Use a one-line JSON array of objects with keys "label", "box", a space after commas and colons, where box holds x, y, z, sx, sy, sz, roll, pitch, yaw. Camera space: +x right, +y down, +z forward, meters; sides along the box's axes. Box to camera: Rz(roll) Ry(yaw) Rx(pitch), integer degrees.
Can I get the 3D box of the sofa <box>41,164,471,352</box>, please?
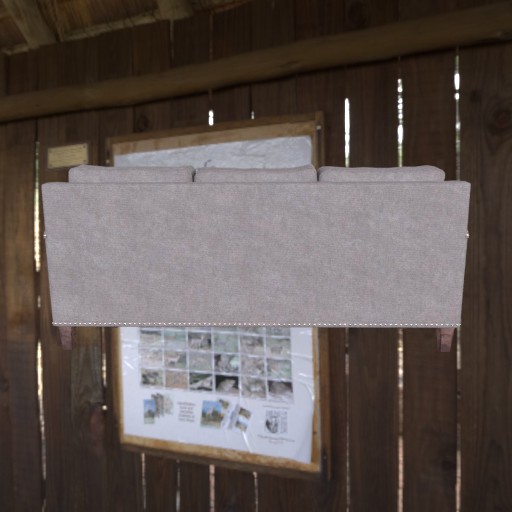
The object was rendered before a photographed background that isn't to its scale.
[{"label": "sofa", "box": [0.000, 0.000, 2.775, 2.226, 1.042, 1.034, 0, 0, 1]}]
